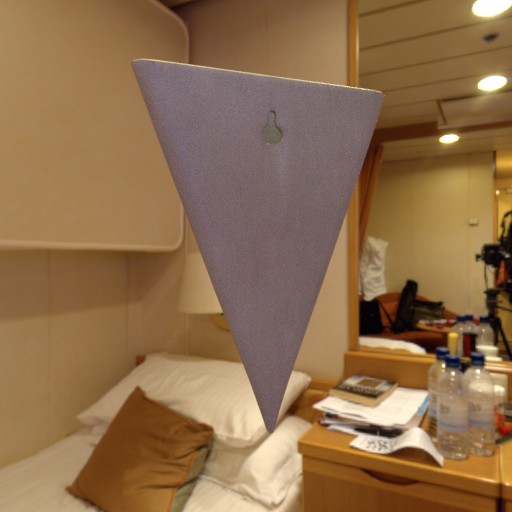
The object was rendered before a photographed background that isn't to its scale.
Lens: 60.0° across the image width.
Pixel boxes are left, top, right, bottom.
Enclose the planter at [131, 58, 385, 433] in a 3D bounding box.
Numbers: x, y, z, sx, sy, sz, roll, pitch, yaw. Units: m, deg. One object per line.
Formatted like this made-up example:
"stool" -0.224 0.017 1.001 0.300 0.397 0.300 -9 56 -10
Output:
"planter" 0.000 0.000 0.271 0.150 0.197 0.060 0 0 -19
